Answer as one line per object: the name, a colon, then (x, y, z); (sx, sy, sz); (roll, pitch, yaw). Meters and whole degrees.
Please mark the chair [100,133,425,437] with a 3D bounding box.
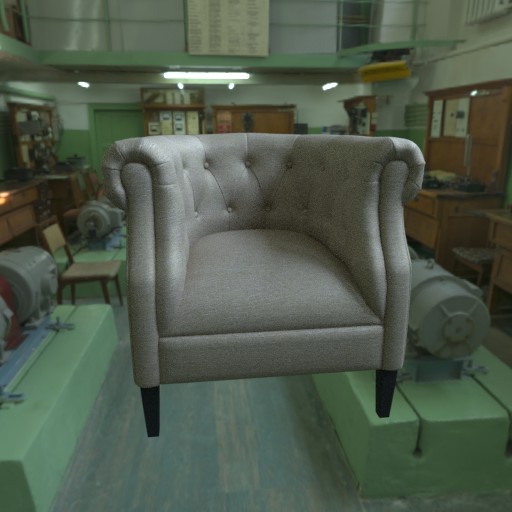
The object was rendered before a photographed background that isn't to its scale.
chair: (0.000, 0.000, 1.561); (0.905, 0.827, 0.852); (-2, 16, -7)
